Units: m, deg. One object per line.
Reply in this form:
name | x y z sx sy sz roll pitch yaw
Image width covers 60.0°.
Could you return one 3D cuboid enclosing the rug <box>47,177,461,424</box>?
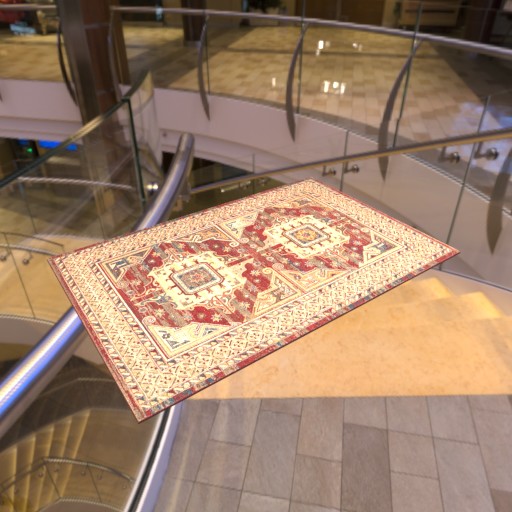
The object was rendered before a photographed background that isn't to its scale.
rug | 0.000 0.000 5.878 4.578 0.033 3.033 -21 39 -29
